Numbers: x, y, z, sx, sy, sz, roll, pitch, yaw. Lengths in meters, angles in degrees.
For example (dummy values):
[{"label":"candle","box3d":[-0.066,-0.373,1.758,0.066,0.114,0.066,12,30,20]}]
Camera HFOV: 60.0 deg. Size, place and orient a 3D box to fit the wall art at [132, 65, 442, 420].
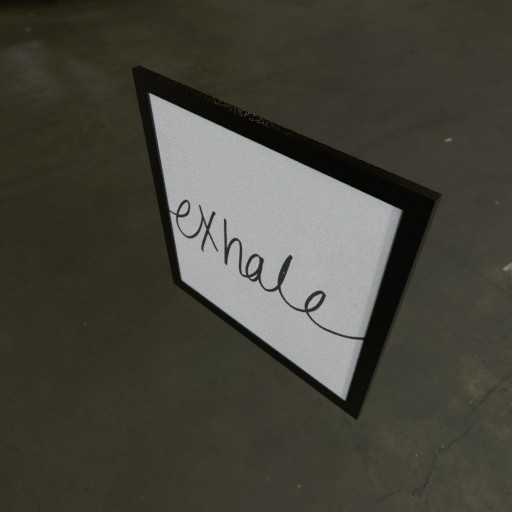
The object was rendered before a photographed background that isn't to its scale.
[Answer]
[{"label":"wall art","box3d":[0.000,0.000,0.665,0.446,0.445,0.014,32,53,28]}]
